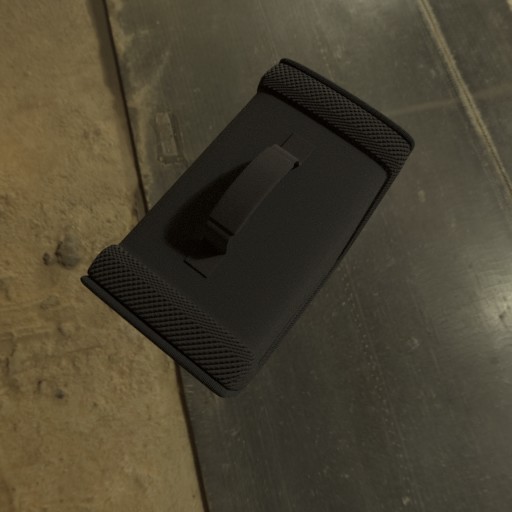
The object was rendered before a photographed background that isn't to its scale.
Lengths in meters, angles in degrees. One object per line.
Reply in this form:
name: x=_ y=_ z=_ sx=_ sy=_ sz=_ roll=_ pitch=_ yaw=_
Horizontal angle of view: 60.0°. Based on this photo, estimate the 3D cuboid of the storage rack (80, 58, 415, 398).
storage rack: x=0.000 y=0.000 z=0.547 sx=0.168 sy=0.387 sz=0.297 roll=36 pitch=76 yaw=10
